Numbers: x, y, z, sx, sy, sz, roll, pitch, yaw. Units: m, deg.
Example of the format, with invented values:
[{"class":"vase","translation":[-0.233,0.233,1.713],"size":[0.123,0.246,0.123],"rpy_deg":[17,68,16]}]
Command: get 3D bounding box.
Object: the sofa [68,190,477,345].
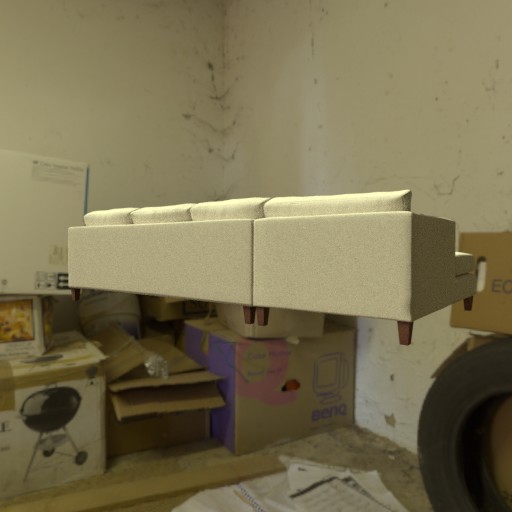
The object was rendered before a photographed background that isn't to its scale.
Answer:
[{"class":"sofa","translation":[0.000,0.000,3.825],"size":[3.186,0.846,1.625],"rpy_deg":[1,2,37]}]
